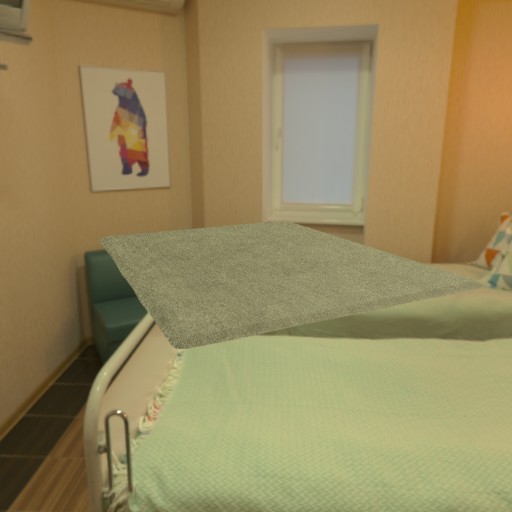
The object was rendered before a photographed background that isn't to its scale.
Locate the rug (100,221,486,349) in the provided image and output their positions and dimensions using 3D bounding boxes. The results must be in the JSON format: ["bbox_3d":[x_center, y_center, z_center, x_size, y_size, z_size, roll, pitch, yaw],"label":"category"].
[{"bbox_3d":[0.000,0.000,3.950,2.332,0.027,2.933,-7,16,-25],"label":"rug"}]
